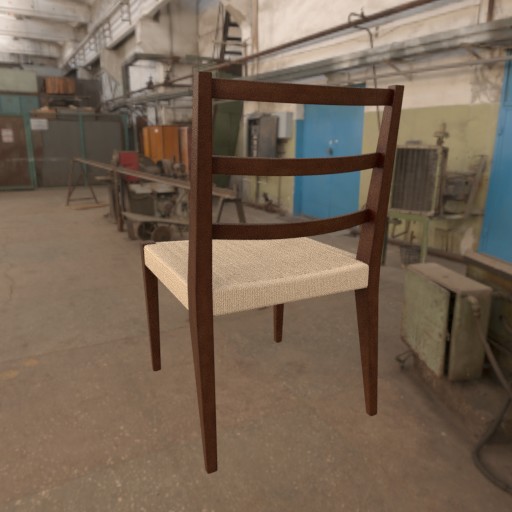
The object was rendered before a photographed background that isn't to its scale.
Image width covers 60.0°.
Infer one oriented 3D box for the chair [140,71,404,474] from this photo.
[{"bbox_3d":[0.000,0.000,1.157,0.480,0.813,0.551,-8,17,-26],"label":"chair"}]
